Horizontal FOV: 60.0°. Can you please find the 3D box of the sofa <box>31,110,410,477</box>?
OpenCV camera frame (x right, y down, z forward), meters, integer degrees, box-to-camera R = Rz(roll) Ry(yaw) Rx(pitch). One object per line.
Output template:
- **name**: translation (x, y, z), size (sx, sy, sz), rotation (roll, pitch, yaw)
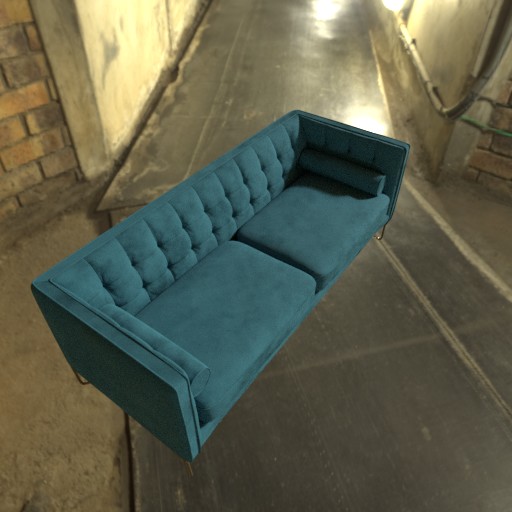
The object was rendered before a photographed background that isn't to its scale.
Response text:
- **sofa**: translation (0.000, 0.000, 2.515), size (0.867, 0.789, 2.087), rotation (26, 49, 26)
